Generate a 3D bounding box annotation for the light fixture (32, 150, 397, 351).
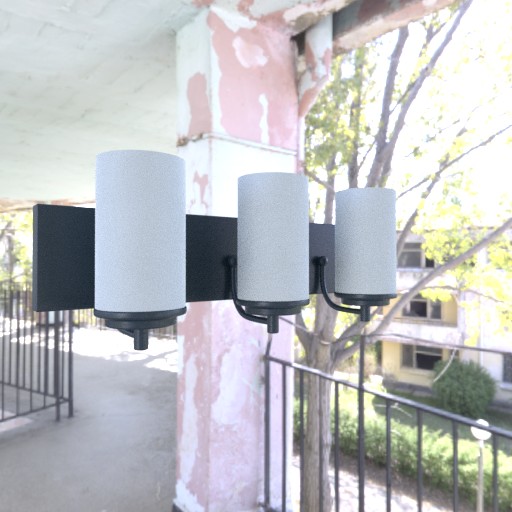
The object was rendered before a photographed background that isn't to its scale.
[{"bbox_3d":[0.000,0.000,0.521,0.451,0.172,0.145,0,-1,-37],"label":"light fixture"}]
